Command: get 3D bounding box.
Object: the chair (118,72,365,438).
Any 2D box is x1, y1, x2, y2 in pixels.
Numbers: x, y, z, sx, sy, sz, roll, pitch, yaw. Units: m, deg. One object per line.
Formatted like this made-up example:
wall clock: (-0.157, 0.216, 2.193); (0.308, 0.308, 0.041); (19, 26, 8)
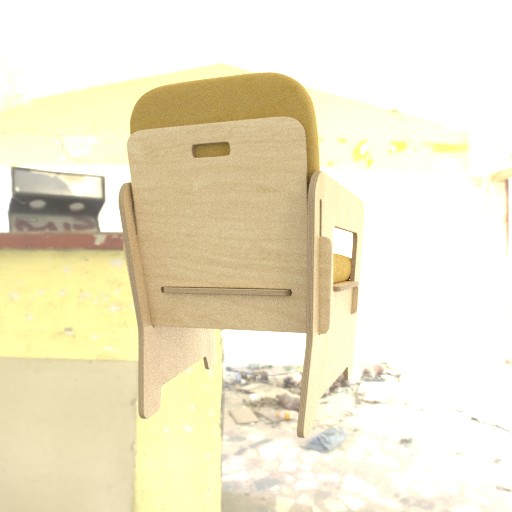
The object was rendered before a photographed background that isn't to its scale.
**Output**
chair: (0.000, 0.000, 1.305); (0.590, 0.800, 0.710); (0, 0, 17)
